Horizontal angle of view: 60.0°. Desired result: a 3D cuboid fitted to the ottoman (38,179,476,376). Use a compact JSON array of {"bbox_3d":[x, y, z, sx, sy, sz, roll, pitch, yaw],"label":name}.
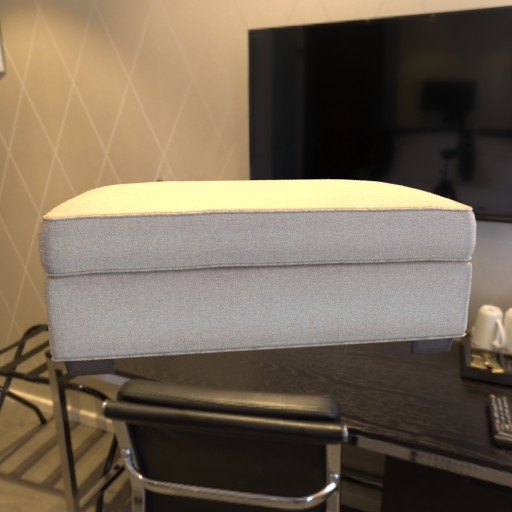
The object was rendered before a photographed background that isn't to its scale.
[{"bbox_3d":[0.000,0.000,1.394,1.097,0.448,0.617,-2,15,-7],"label":"ottoman"}]
